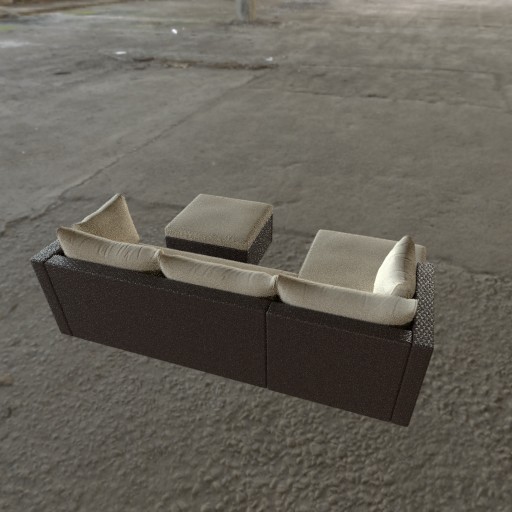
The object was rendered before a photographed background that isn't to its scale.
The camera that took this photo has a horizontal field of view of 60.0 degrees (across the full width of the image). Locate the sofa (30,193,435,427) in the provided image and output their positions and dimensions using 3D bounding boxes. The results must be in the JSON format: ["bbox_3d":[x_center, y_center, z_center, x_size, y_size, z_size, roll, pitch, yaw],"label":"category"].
[{"bbox_3d":[0.000,0.000,3.000,2.192,0.766,1.612,11,35,16],"label":"sofa"}]
